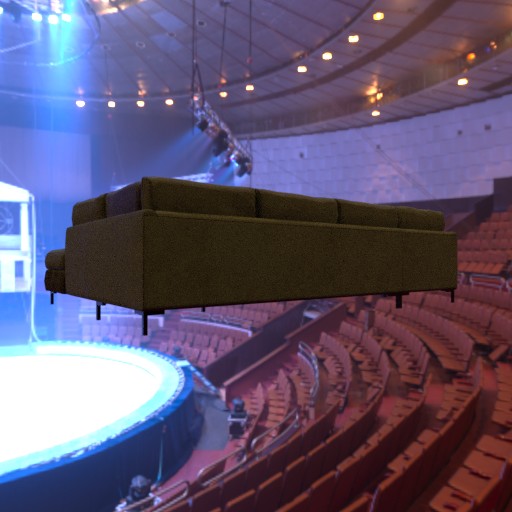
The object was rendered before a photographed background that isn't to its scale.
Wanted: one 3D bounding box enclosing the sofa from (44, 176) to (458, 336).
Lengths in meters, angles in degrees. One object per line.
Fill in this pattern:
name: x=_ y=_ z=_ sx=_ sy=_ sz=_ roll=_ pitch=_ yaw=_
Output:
sofa: x=0.000 y=0.000 z=3.203 sx=2.486 sy=0.687 sz=1.707 roll=0 pitch=-1 yaw=-37
